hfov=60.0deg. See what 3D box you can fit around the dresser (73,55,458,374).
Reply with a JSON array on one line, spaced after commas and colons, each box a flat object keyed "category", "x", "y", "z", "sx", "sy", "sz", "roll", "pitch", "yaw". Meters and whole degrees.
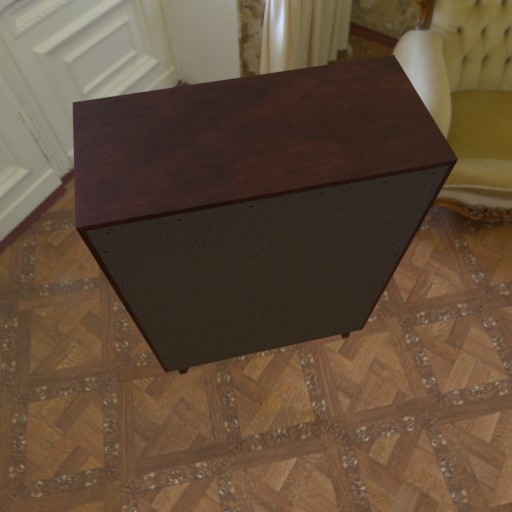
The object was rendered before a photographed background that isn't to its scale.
[{"category": "dresser", "x": 0.000, "y": 0.000, "z": 1.984, "sx": 1.072, "sy": 1.514, "sz": 0.506, "roll": -11, "pitch": 60, "yaw": -6}]
